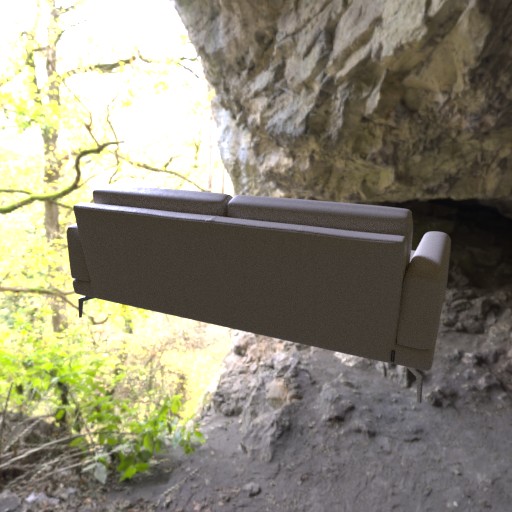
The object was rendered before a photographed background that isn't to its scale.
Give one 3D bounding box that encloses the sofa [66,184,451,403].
[{"bbox_3d":[0.000,0.000,2.429,1.940,0.765,0.974,8,19,24],"label":"sofa"}]
